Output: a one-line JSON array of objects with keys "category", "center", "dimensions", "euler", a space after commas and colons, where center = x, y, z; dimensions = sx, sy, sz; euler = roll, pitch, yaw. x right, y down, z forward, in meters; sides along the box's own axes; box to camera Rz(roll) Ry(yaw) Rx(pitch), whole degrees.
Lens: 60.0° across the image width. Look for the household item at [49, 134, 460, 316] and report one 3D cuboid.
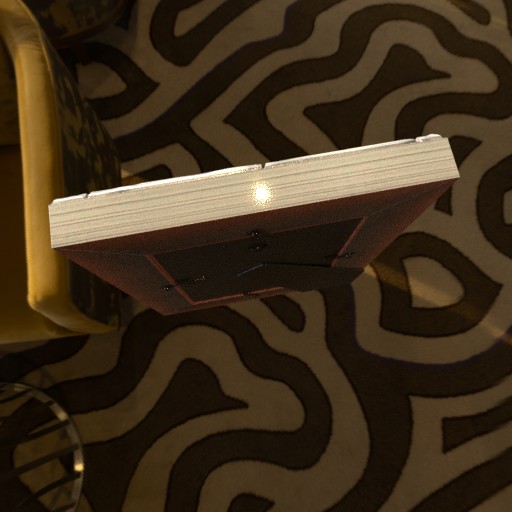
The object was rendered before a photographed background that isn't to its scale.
[{"category": "household item", "center": [0.000, 0.000, 0.283], "dimensions": [0.165, 0.216, 0.025], "euler": [-10, 76, -3]}]
